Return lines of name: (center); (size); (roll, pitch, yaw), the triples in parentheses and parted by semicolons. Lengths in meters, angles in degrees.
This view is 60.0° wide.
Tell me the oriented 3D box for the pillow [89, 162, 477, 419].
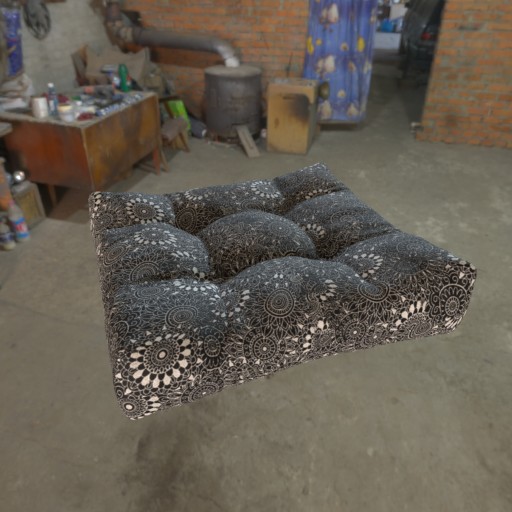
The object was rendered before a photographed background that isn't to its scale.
pillow: (0.000, 0.000, 0.718); (0.490, 0.128, 0.468); (-11, 33, -17)
